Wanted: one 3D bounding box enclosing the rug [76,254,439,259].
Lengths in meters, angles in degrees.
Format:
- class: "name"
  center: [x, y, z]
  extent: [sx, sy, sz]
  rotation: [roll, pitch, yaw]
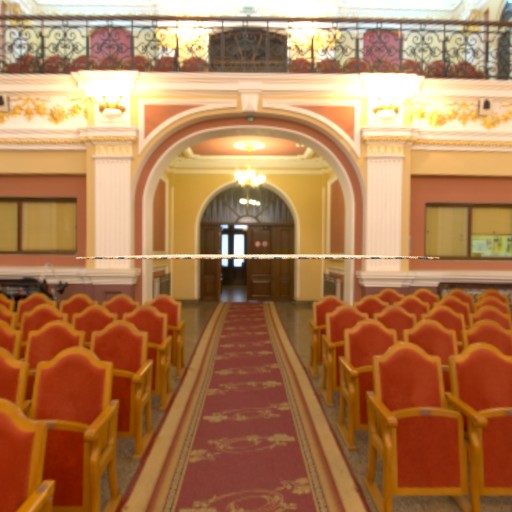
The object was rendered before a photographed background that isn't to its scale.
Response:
- class: "rug"
  center: [0.000, 0.000, 3.063]
  extent: [1.533, 0.010, 2.428]
  rotation: [0, 0, -1]
